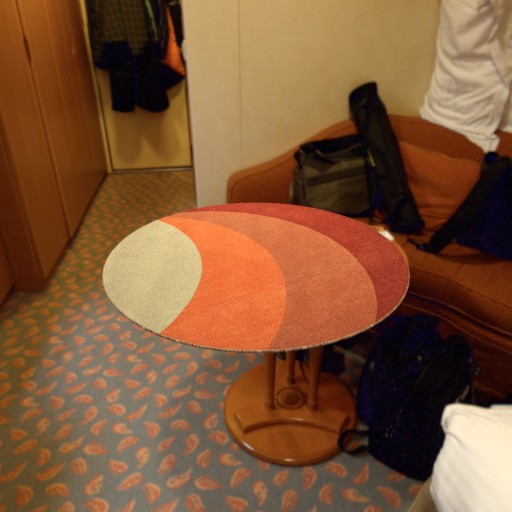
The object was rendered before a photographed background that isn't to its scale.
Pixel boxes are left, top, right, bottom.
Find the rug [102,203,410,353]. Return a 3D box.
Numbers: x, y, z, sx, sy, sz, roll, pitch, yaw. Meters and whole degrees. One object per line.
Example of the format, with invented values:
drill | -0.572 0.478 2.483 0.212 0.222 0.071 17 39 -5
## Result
rug | 0.000 0.000 2.285 1.514 0.015 1.514 0 28 0
